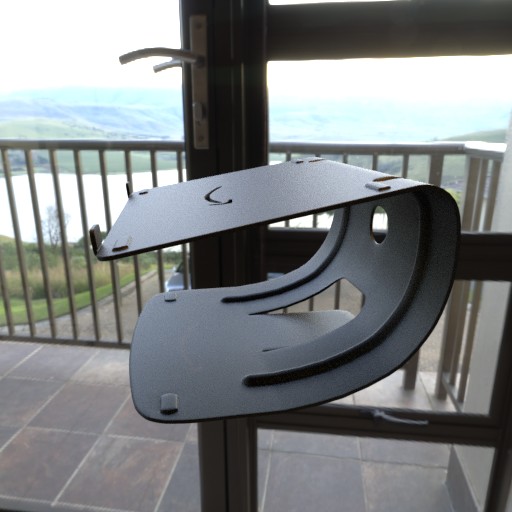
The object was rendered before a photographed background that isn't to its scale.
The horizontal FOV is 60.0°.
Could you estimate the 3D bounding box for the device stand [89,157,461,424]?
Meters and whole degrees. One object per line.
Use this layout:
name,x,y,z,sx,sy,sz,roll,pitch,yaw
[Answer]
device stand,0.000,0.000,0.398,0.236,0.155,0.256,-3,17,-10
